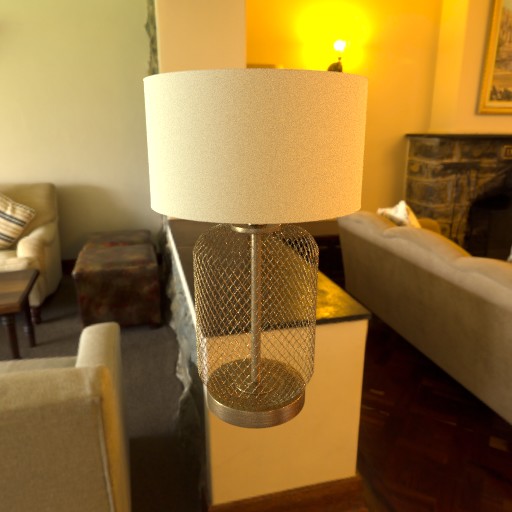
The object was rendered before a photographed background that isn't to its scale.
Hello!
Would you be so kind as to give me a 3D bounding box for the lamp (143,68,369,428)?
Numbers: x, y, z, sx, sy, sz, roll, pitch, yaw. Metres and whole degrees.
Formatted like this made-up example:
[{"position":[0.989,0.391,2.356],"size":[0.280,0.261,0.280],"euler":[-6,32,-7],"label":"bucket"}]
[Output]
[{"position":[0.000,0.000,0.790],"size":[0.353,0.578,0.353],"euler":[0,16,0],"label":"lamp"}]
